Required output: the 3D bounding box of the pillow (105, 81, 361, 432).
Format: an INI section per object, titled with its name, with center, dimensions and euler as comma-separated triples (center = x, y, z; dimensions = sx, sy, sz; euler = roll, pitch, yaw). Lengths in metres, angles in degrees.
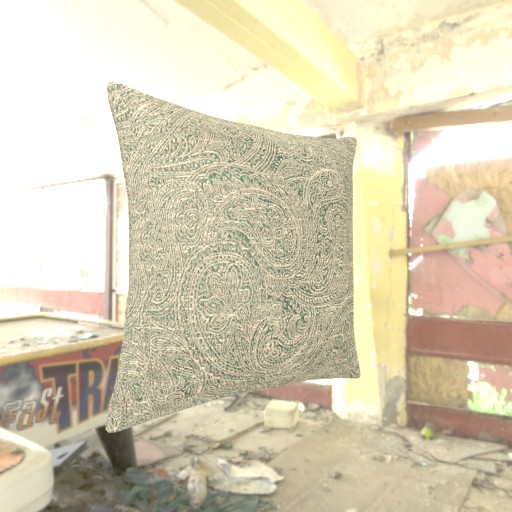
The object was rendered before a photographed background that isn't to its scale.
[pillow]
center = 0.000, 0.000, 0.786
dimensions = 0.526, 0.507, 0.166
euler = 0, -1, -35
